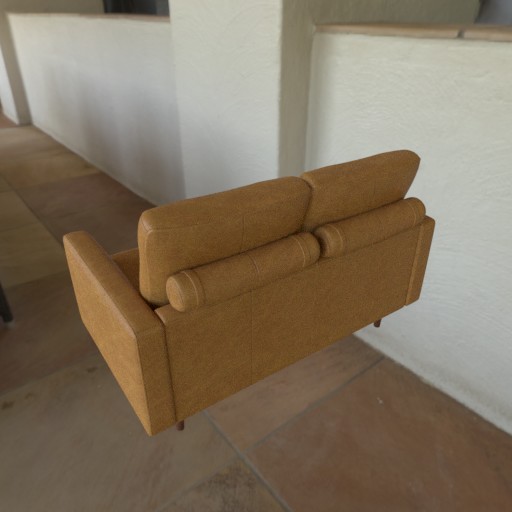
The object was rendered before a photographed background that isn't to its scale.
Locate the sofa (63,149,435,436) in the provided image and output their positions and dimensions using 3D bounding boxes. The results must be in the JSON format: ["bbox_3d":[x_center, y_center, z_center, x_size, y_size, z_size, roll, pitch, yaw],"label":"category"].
[{"bbox_3d":[0.000,0.000,1.957,1.430,0.898,0.868,-19,34,-30],"label":"sofa"}]
